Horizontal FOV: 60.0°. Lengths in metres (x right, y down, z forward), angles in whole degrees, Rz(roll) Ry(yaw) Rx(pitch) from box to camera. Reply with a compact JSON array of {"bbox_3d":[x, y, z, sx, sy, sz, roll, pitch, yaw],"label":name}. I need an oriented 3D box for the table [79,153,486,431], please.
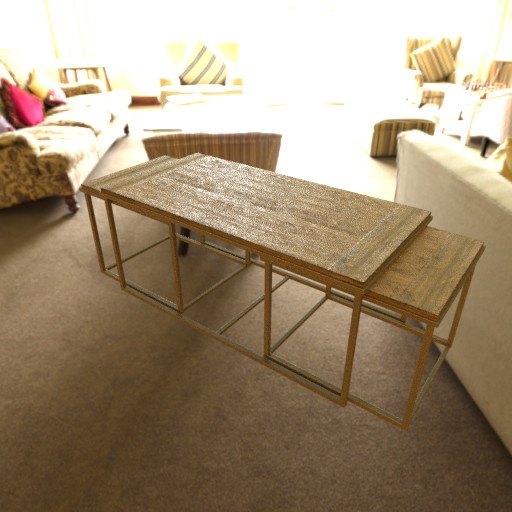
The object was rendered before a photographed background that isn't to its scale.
[{"bbox_3d":[0.000,0.000,1.533,1.312,0.427,0.489,21,36,31],"label":"table"}]
